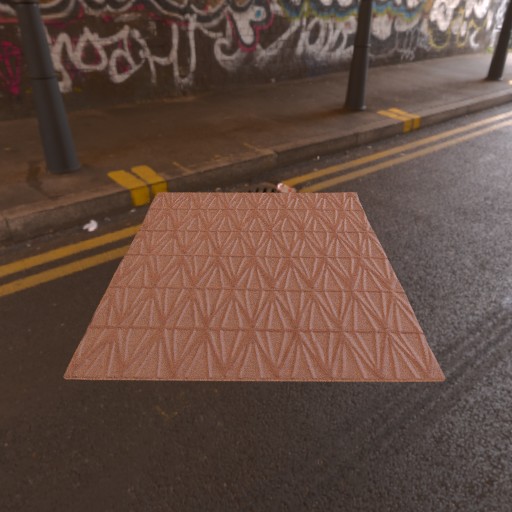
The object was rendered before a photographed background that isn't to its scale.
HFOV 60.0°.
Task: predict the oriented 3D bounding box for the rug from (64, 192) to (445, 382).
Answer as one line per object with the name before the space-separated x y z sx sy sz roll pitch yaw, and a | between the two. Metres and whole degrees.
rug | 0.000 0.000 4.123 2.453 0.043 3.052 0 31 0
